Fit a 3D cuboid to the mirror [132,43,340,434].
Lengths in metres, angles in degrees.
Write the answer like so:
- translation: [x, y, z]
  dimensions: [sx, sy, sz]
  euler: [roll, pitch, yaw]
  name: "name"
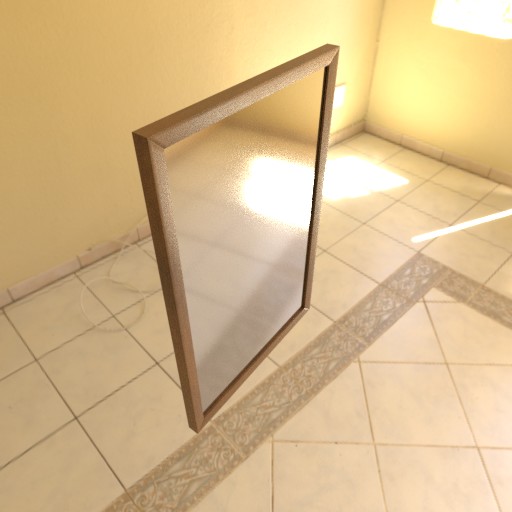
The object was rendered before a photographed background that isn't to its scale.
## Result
- translation: [0.000, 0.000, 1.172]
  dimensions: [0.040, 0.915, 0.609]
  euler: [26, 47, 27]
  name: "mirror"
